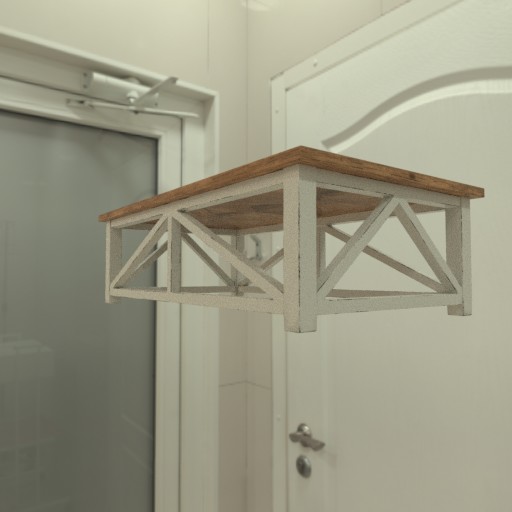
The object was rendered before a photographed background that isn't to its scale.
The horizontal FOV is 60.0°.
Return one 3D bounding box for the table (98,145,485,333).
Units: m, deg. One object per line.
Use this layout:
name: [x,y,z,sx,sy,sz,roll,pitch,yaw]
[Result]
table: [0.000,0.000,1.746,0.800,0.410,1.400,2,-3,-37]
